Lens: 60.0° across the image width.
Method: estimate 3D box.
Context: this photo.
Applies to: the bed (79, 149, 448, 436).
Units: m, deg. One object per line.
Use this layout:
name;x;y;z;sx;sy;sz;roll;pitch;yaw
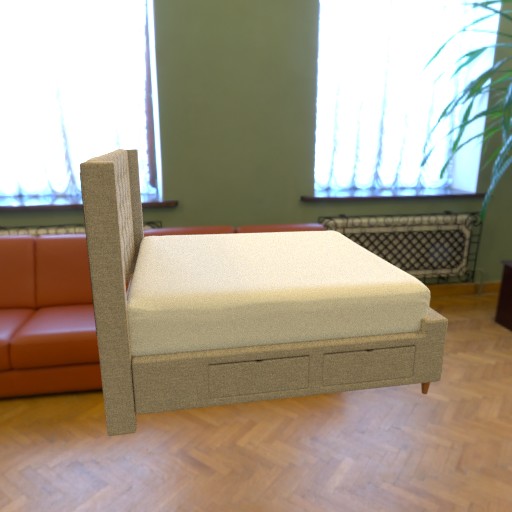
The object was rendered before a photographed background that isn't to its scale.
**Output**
bed;0.000;0.000;3.795;2.372;1.748;2.044;-3;16;-10
